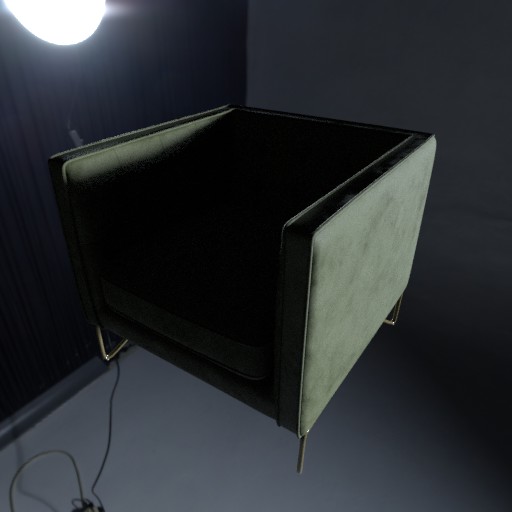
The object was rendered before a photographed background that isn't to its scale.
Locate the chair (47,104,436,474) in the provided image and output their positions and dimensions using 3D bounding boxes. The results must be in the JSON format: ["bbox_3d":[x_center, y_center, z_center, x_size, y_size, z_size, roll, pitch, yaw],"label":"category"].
[{"bbox_3d":[0.000,0.000,1.538,0.880,0.790,0.894,19,35,29],"label":"chair"}]
